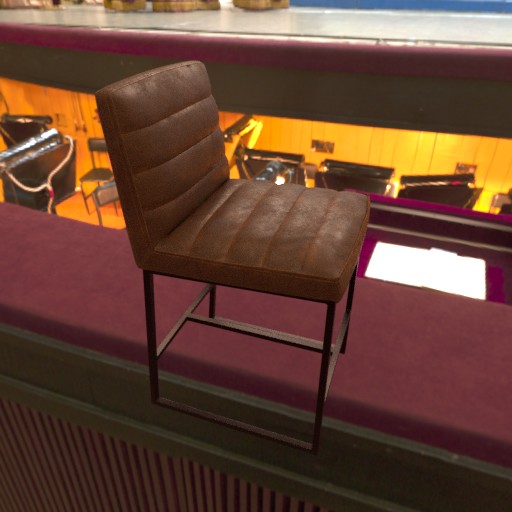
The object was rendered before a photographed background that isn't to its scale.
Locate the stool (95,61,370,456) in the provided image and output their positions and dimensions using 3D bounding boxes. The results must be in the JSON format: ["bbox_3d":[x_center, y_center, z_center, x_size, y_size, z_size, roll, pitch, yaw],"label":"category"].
[{"bbox_3d":[0.000,0.000,1.232,0.562,0.942,0.463,11,33,17],"label":"stool"}]
